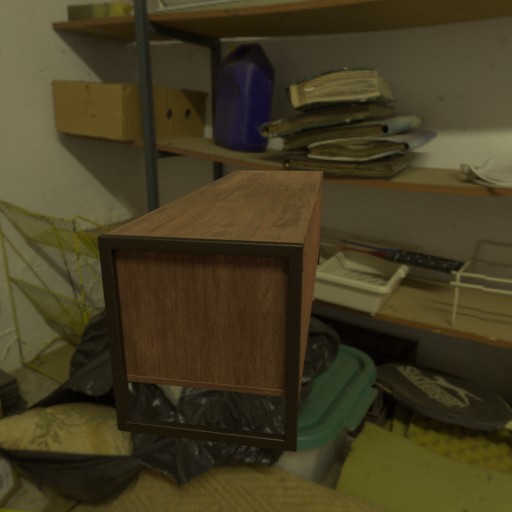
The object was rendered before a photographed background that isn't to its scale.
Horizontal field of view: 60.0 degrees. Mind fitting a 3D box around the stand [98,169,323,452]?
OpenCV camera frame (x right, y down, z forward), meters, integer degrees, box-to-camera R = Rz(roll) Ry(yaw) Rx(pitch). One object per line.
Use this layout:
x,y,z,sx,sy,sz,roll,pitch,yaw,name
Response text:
0.000,0.000,1.708,0.454,0.506,1.480,3,17,9,stand
